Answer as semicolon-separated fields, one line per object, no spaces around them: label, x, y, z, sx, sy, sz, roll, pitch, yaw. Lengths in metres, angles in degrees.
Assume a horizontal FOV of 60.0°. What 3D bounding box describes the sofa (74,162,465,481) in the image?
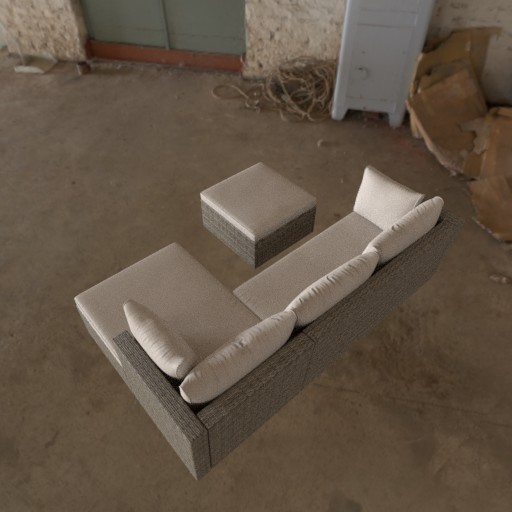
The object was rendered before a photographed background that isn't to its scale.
sofa;0.000;0.000;2.994;2.192;0.766;1.662;-32;54;-27
